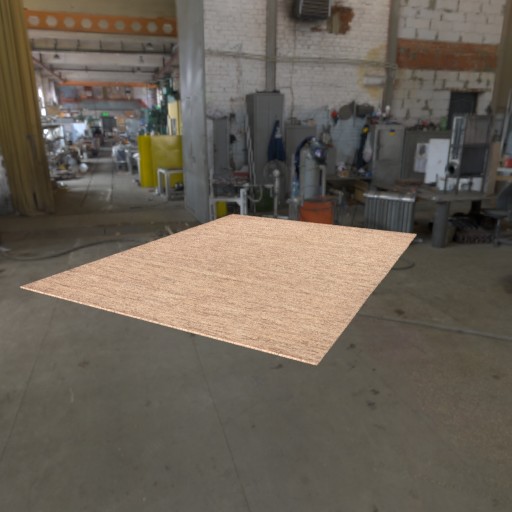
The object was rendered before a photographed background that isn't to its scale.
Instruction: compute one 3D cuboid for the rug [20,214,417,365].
[{"bbox_3d":[0.000,0.000,4.245,2.448,0.013,3.205,9,19,27],"label":"rug"}]
